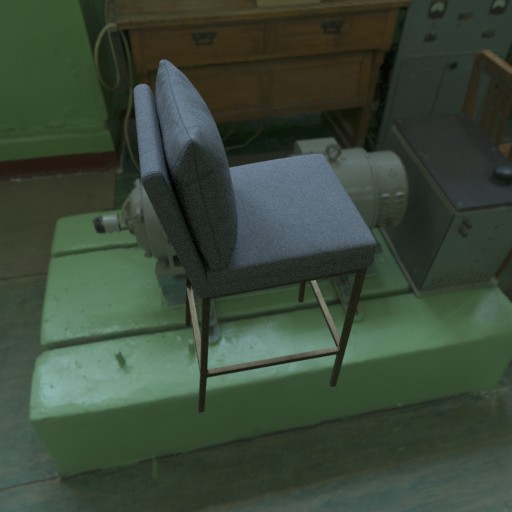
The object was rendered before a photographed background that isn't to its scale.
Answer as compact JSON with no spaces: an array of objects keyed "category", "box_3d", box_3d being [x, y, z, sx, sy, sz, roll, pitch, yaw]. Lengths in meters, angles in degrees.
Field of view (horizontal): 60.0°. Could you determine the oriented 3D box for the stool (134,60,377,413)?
[{"category":"stool","box_3d":[0.000,0.000,1.425,0.569,1.130,0.463,-9,47,-9]}]
